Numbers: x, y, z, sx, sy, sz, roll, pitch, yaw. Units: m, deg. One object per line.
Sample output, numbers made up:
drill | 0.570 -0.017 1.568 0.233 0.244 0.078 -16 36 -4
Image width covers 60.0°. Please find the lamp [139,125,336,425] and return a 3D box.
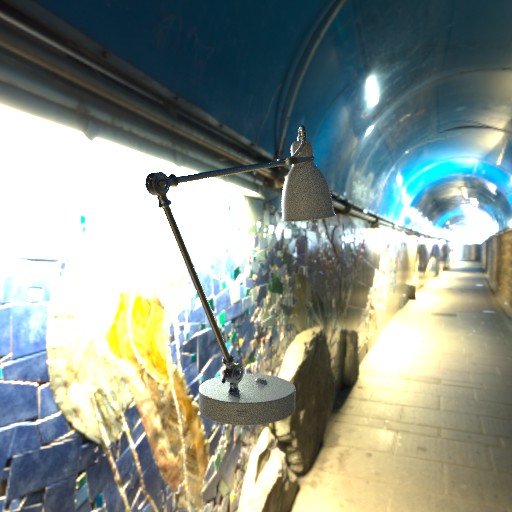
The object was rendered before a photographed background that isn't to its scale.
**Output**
lamp | 0.000 0.000 0.883 0.187 0.587 0.561 0 1 35
